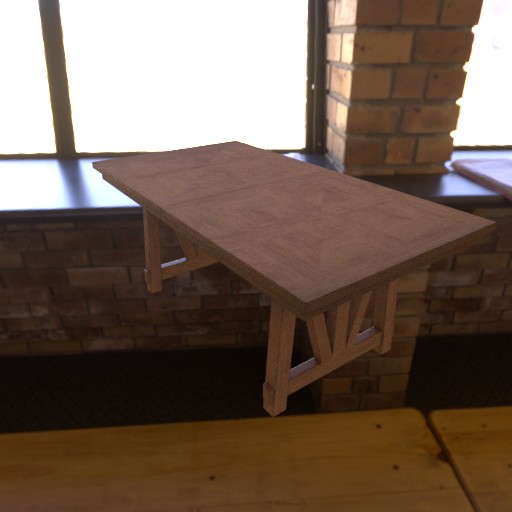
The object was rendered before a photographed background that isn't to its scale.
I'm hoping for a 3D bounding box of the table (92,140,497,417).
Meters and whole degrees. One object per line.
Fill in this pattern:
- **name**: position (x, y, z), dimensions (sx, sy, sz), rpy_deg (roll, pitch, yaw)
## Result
- **table**: position (0.000, 0.000, 2.356), dimensions (1.016, 0.768, 1.881), rpy_deg (-18, 32, -32)
